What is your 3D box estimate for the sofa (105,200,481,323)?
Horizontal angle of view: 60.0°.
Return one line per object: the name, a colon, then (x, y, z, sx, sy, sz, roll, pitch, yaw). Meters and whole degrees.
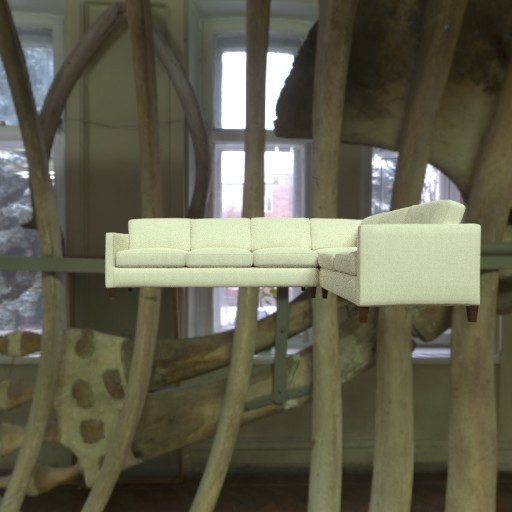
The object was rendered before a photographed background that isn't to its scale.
sofa: (0.000, 0.000, 4.495, 3.302, 0.947, 2.593, 0, 1, -2)
